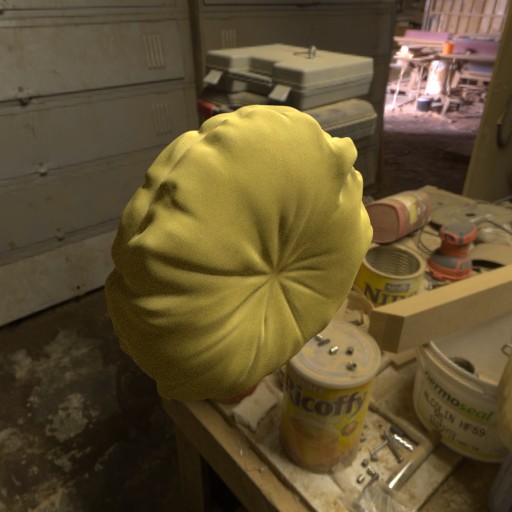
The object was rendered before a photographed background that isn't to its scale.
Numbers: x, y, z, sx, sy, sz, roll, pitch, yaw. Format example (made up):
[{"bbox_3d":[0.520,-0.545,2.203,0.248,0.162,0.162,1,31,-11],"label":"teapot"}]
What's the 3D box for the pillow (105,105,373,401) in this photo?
[{"bbox_3d":[0.000,0.000,0.631,0.428,0.407,0.148,-22,37,-33],"label":"pillow"}]
